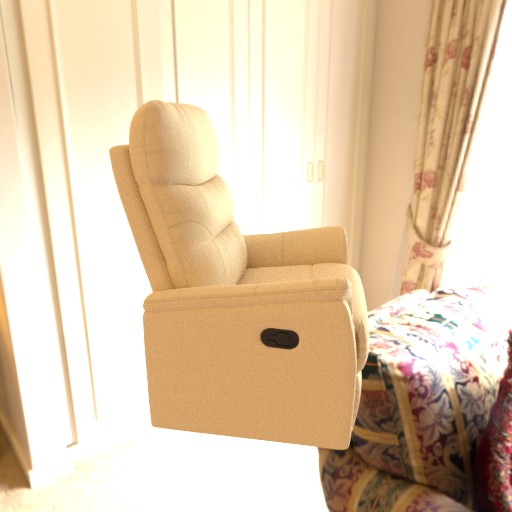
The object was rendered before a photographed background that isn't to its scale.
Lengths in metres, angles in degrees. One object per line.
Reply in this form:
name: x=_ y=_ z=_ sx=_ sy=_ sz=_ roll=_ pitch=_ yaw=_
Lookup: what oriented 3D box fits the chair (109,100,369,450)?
chair: x=0.000 y=0.000 z=1.654 sx=0.831 sy=1.082 sz=0.775 roll=3 pitch=17 yaw=9
